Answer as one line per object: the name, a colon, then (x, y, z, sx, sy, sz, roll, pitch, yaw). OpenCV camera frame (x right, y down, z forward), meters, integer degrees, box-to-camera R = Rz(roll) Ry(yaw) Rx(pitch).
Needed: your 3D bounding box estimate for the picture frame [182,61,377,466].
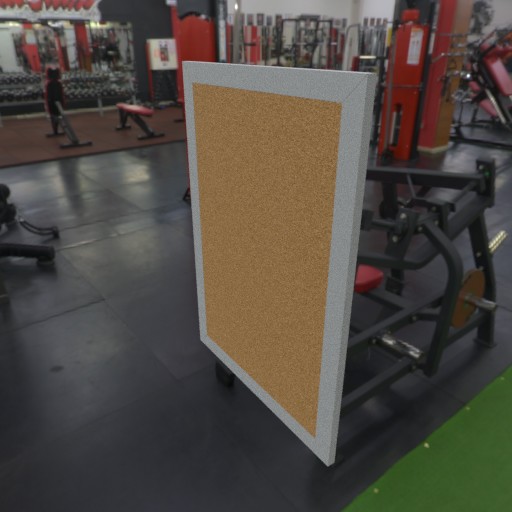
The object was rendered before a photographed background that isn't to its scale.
picture frame: (0.000, 0.000, 0.581, 0.011, 0.459, 0.326, -17, 31, -32)
